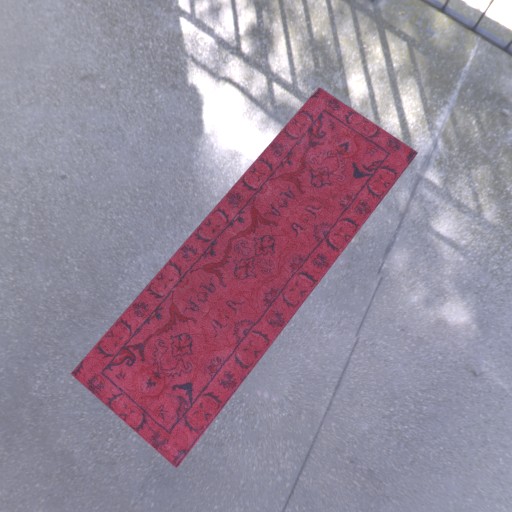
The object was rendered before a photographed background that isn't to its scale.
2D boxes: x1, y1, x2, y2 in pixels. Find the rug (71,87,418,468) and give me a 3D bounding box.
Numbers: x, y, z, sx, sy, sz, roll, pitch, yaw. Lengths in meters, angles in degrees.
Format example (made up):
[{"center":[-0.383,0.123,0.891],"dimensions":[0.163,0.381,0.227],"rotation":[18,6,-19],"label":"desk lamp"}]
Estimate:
[{"center":[0.000,0.000,2.749],"dimensions":[0.813,0.018,2.439],"rotation":[37,78,9],"label":"rug"}]
